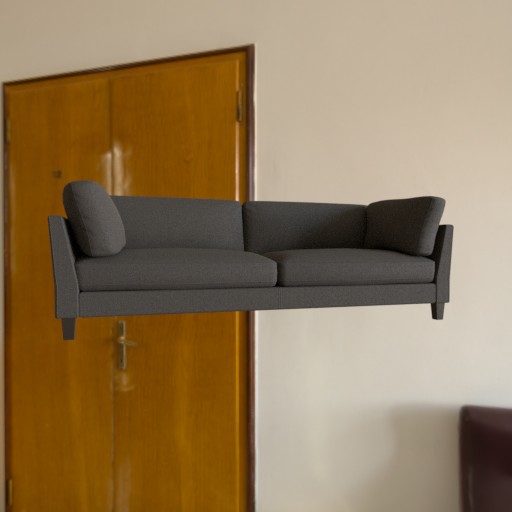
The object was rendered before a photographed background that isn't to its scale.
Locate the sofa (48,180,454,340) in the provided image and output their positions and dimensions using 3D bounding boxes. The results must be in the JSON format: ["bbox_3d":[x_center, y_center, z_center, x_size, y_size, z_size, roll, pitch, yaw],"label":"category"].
[{"bbox_3d":[0.000,0.000,2.832,2.312,0.792,0.969,0,0,-17],"label":"sofa"}]
